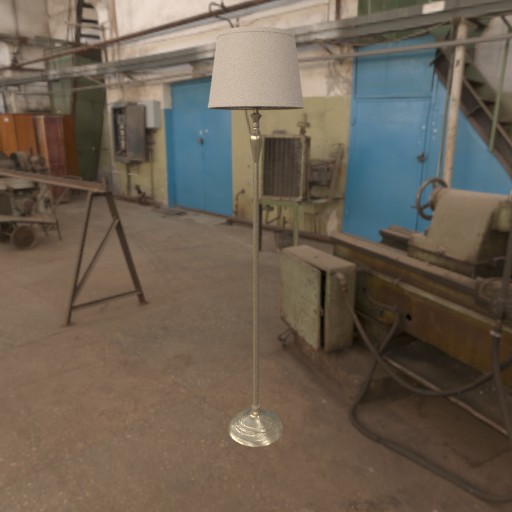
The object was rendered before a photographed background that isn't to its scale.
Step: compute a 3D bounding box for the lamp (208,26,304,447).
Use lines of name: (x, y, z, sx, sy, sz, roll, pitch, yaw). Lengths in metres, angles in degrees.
lamp: (0.000, 0.000, 1.660, 0.327, 1.506, 0.327, -15, 22, -41)
